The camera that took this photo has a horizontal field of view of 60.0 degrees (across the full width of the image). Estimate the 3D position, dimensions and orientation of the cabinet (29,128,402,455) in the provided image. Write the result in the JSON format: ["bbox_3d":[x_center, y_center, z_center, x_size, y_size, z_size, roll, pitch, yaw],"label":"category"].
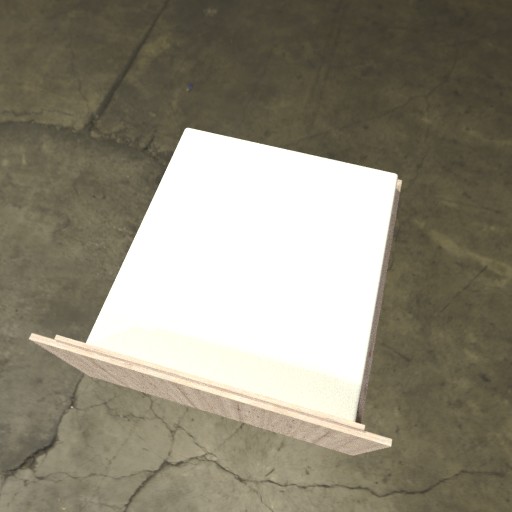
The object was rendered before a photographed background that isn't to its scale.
[{"bbox_3d":[0.000,0.000,3.131,1.950,0.970,2.080,14,64,7],"label":"cabinet"}]
